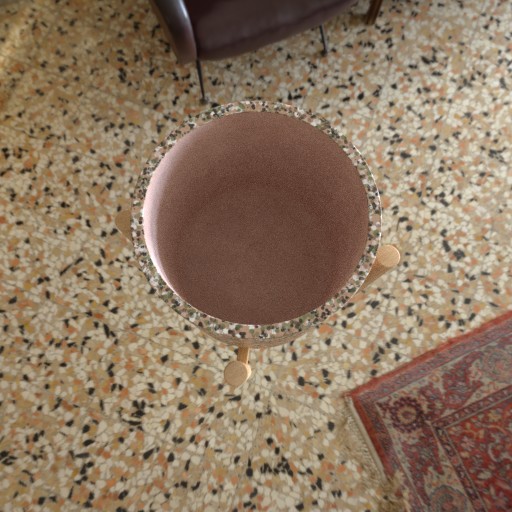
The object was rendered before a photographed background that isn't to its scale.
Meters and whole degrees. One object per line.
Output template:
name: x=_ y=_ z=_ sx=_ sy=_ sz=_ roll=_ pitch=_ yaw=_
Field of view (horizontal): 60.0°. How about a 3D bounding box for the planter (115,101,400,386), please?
planter: x=0.000 y=0.000 z=0.547 sx=0.284 sy=0.320 sz=0.284 roll=30 pitch=78 yaw=7
